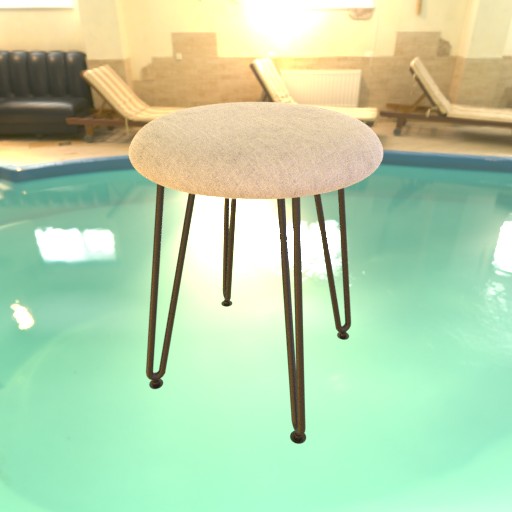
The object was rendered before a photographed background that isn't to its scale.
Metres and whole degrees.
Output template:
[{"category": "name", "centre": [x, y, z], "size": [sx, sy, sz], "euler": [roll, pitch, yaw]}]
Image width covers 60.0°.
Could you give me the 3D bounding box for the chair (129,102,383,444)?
[{"category": "chair", "centre": [0.000, 0.000, 0.632], "size": [0.350, 0.386, 0.350], "euler": [-10, 31, -18]}]
